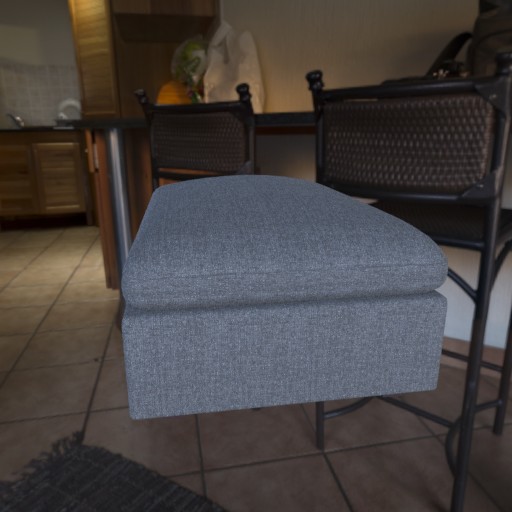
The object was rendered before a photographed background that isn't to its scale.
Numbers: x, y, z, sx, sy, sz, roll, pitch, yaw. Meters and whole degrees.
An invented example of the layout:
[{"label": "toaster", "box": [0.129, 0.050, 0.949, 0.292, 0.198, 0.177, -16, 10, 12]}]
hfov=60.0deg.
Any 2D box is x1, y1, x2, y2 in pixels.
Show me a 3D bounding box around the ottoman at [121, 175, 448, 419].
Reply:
[{"label": "ottoman", "box": [0.000, 0.000, 1.425, 0.711, 0.483, 1.041, -3, 17, -9]}]
